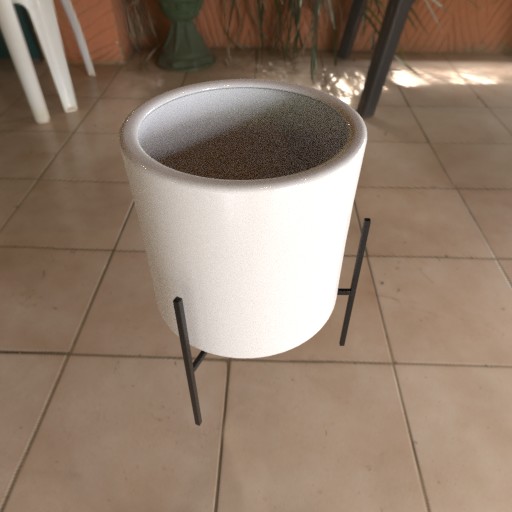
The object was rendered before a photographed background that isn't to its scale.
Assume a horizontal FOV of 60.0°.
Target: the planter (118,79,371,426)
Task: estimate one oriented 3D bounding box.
[{"bbox_3d":[0.000,0.000,0.752,0.361,0.480,0.360,0,42,0],"label":"planter"}]
